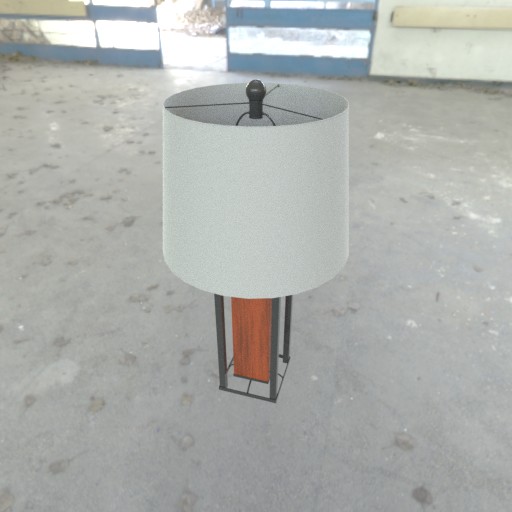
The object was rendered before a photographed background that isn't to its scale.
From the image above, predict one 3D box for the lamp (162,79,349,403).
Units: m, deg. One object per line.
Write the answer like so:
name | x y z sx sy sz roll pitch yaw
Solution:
lamp | 0.000 0.000 0.785 0.320 0.591 0.320 0 32 0
